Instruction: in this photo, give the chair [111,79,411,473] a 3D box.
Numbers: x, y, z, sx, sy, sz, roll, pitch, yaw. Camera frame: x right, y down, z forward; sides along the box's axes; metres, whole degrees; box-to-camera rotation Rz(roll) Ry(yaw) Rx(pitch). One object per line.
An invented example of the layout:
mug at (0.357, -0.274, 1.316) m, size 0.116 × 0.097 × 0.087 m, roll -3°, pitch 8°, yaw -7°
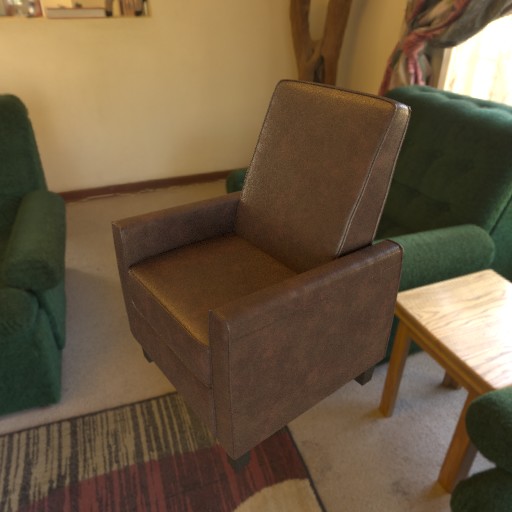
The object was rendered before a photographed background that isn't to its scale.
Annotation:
chair at (0.000, 0.000, 1.488) m, size 0.746 × 1.013 × 0.705 m, roll -22°, pitch 37°, yaw -32°
